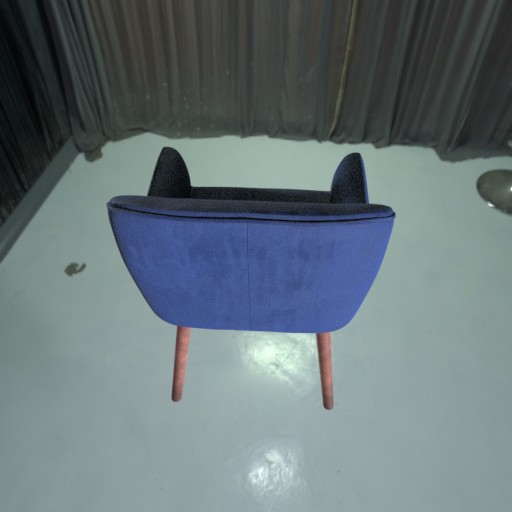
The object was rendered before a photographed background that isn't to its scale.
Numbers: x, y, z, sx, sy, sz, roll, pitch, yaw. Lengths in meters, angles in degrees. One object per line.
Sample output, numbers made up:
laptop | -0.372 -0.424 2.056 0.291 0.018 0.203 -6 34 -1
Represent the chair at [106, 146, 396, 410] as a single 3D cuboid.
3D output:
chair | 0.000 0.000 1.240 0.600 0.820 0.600 2 47 2
